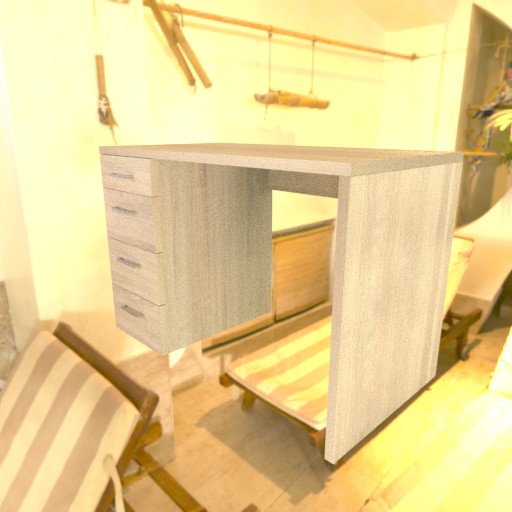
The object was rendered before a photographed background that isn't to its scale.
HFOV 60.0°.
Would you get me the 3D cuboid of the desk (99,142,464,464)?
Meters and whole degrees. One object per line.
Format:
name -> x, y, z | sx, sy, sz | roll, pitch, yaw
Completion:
desk -> 0.000, 0.000, 1.553 | 0.600, 0.731, 1.100 | -15, 22, -42
